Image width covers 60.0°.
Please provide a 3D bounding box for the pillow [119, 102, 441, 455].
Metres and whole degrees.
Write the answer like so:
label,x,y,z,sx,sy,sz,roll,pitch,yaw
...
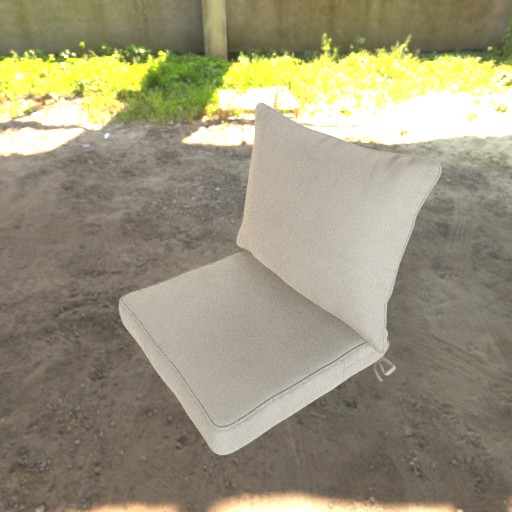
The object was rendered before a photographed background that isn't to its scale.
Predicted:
label,x,y,z,sx,sy,sz,roll,pitch,yaw
pillow,0.000,0.000,1.380,0.733,0.716,0.798,-21,39,-30
